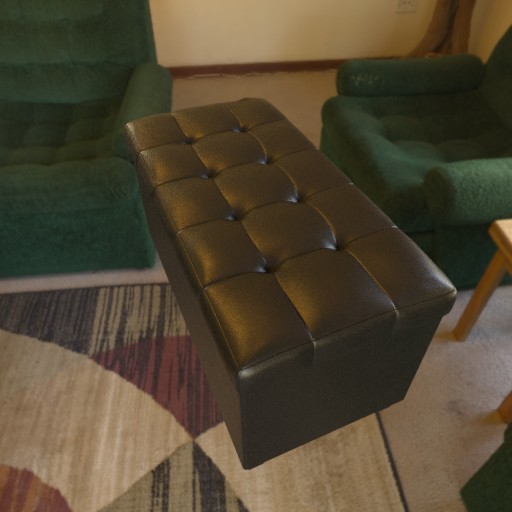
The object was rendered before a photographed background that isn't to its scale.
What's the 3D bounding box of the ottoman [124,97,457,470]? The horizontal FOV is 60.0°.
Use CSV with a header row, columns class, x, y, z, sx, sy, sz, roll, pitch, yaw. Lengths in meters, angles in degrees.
class,x,y,z,sx,sy,sz,roll,pitch,yaw
ottoman,0.000,0.000,1.118,0.432,0.470,0.838,-17,47,-17
